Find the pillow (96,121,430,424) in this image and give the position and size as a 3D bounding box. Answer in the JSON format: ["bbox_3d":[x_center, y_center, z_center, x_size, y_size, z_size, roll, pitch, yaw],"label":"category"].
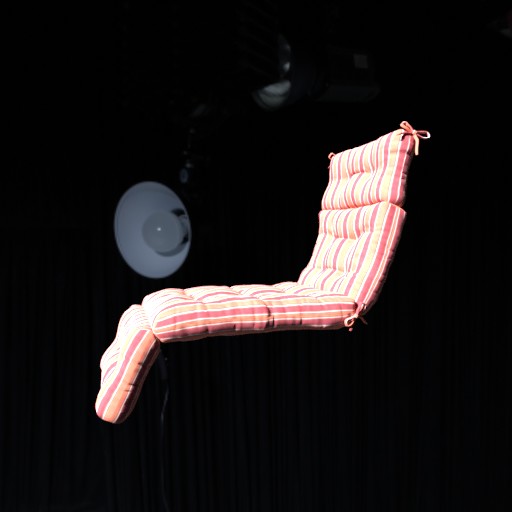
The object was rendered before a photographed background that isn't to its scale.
[{"bbox_3d":[0.000,0.000,1.504,1.016,0.863,0.526,-1,2,-18],"label":"pillow"}]
